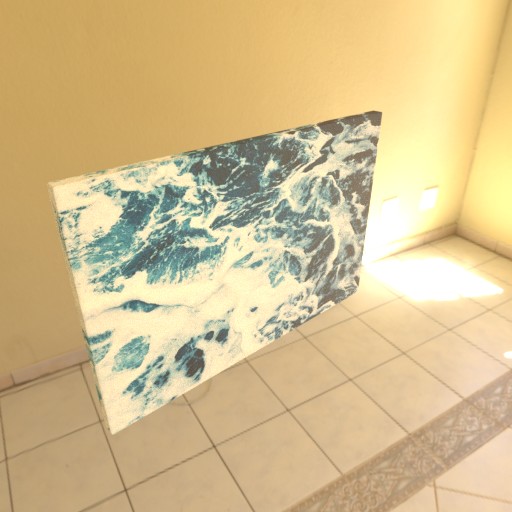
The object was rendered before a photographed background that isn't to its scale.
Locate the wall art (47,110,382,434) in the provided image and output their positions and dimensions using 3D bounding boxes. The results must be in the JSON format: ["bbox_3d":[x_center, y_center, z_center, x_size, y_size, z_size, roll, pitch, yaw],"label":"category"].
[{"bbox_3d":[0.000,0.000,1.916,1.524,1.017,0.055,-23,37,-35],"label":"wall art"}]
